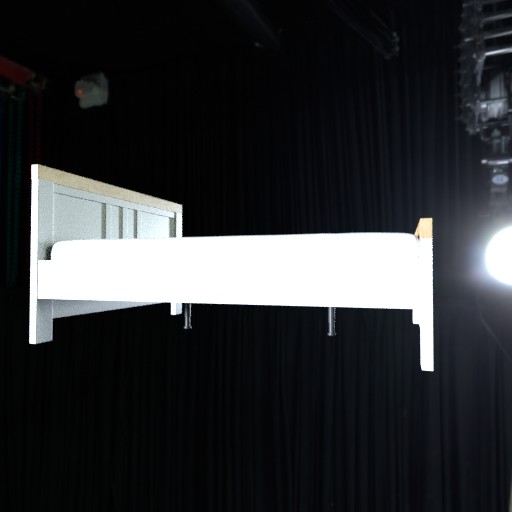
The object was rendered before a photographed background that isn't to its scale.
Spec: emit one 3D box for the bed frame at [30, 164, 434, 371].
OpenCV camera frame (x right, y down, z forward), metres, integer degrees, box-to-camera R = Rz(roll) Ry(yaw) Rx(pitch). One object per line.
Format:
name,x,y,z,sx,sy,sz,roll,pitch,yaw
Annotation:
bed frame,0.000,0.000,2.897,2.050,0.980,1.670,0,-2,18
